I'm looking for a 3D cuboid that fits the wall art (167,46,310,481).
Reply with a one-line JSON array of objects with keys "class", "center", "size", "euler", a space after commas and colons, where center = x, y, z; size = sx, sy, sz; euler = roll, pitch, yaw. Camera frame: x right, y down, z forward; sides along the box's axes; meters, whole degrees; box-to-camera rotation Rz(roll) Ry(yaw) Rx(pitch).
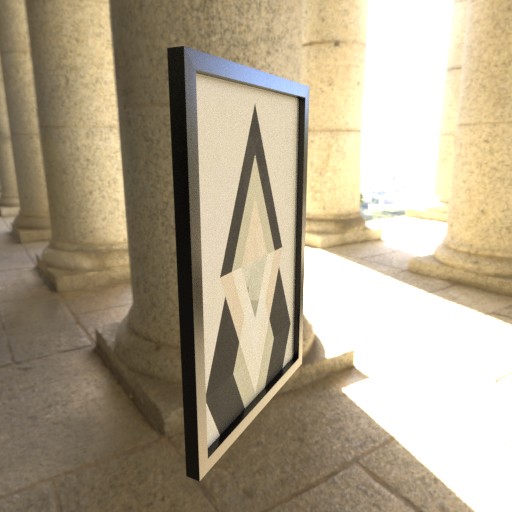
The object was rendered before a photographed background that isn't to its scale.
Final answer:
[{"class": "wall art", "center": [0.000, 0.000, 0.586], "size": [0.019, 0.455, 0.314], "euler": [7, 16, 26]}]
